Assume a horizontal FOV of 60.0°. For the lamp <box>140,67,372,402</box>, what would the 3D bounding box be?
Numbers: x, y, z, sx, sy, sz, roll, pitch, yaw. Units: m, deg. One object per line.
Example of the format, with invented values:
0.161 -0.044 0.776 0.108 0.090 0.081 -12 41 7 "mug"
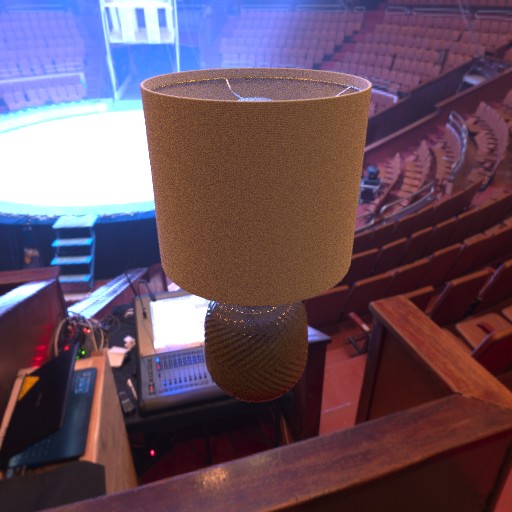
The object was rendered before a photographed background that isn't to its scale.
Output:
0.000 0.000 0.493 0.207 0.366 0.207 -10 31 -17 "lamp"
